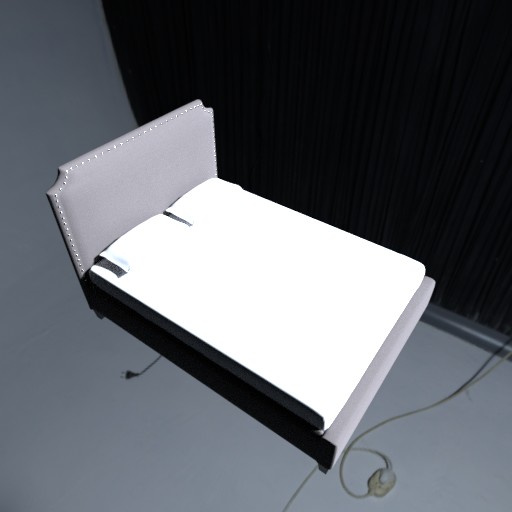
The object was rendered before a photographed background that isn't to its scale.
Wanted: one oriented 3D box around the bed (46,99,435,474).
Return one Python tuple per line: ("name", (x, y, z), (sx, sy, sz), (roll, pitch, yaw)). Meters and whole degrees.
("bed", (0.000, 0.000, 3.403), (2.372, 1.443, 1.713), (26, 48, 26))
